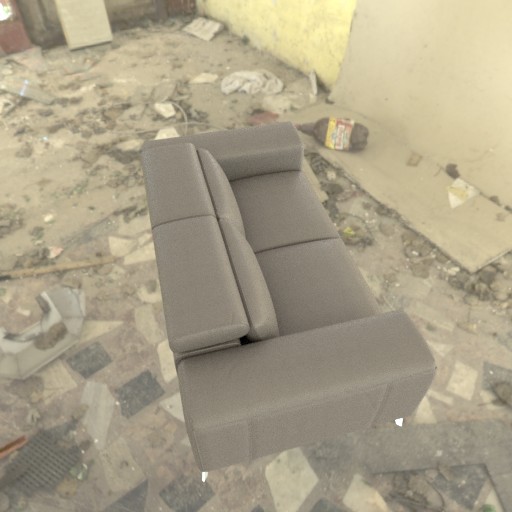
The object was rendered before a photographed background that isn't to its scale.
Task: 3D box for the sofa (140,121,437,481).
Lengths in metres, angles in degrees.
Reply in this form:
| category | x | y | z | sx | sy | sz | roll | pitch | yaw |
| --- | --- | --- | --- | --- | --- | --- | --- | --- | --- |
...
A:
| category | x | y | z | sx | sy | sz | roll | pitch | yaw |
| --- | --- | --- | --- | --- | --- | --- | --- | --- | --- |
| sofa | 0.000 | 0.000 | 2.423 | 1.024 | 0.753 | 1.930 | -11 | 48 | -10 |
